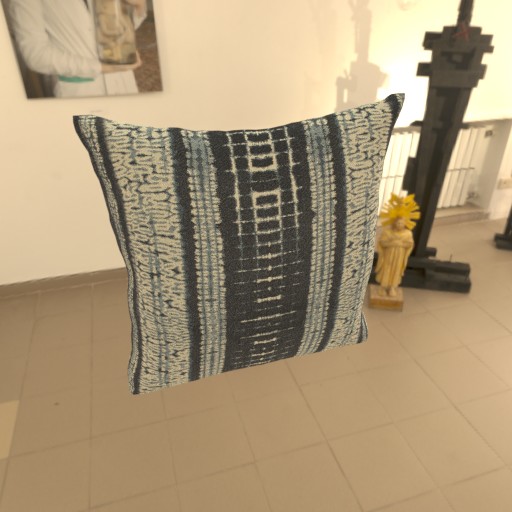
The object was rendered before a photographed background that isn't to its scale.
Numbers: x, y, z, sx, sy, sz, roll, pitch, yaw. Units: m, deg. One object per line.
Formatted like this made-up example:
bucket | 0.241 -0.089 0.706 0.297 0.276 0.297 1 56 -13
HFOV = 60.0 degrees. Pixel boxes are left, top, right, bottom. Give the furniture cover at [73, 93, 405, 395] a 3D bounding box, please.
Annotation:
furniture cover | 0.000 0.000 0.651 0.425 0.435 0.133 -9 31 -15
